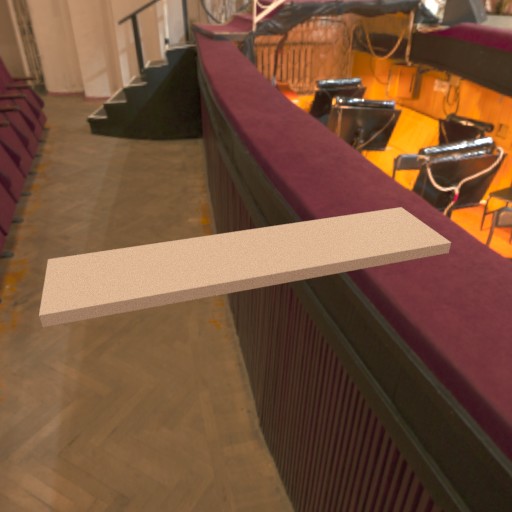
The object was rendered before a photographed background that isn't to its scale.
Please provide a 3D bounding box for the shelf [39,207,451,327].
[{"bbox_3d":[0.000,0.000,0.691,0.610,0.020,0.140,-9,32,-15],"label":"shelf"}]
